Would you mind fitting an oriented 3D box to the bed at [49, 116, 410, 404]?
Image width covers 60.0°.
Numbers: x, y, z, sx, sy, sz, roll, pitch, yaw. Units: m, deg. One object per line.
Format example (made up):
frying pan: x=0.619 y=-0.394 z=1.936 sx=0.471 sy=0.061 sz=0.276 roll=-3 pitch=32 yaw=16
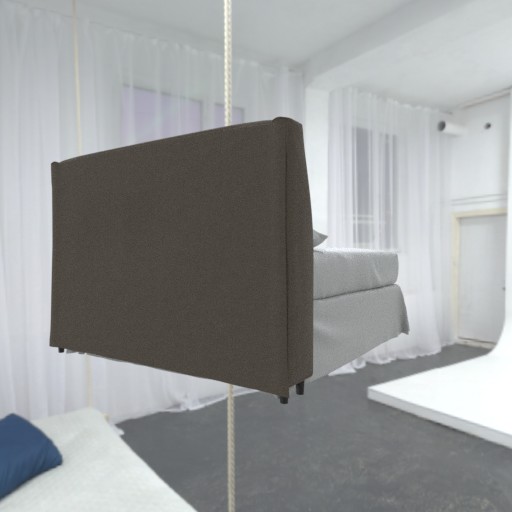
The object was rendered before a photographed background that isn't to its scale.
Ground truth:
bed: x=0.000 y=0.000 z=3.446 sx=1.925 sy=1.332 sz=2.276 roll=1 pitch=1 yaw=34
